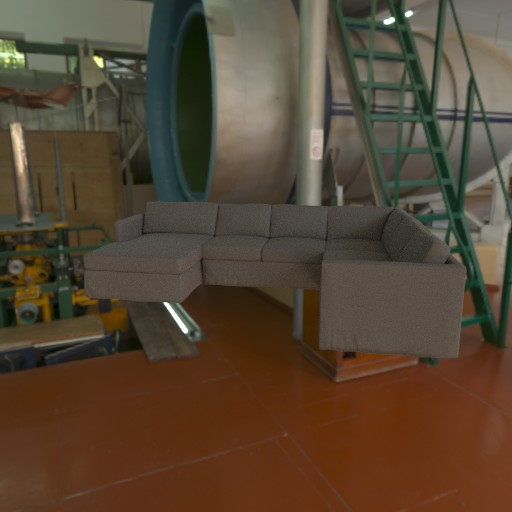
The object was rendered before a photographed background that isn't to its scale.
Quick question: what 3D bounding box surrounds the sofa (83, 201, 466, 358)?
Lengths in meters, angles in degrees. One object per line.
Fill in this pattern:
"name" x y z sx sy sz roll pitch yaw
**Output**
"sofa" 0.000 0.000 4.627 3.528 0.878 2.476 2 13 10
